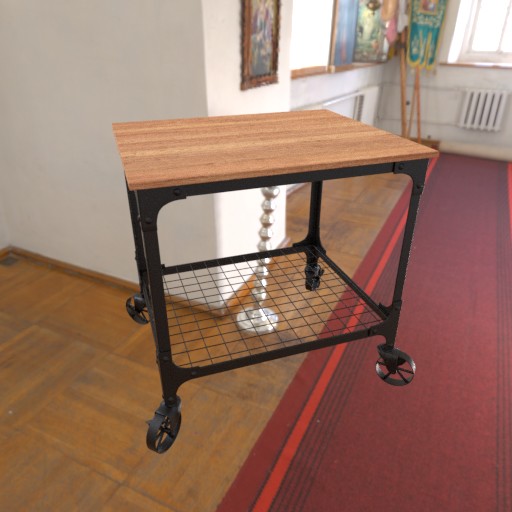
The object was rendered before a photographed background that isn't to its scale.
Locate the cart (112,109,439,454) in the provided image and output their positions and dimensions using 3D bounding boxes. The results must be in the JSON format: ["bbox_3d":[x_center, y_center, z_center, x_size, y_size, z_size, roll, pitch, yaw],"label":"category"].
[{"bbox_3d":[0.000,0.000,1.120,0.666,0.603,0.558,-9,30,-17],"label":"cart"}]
